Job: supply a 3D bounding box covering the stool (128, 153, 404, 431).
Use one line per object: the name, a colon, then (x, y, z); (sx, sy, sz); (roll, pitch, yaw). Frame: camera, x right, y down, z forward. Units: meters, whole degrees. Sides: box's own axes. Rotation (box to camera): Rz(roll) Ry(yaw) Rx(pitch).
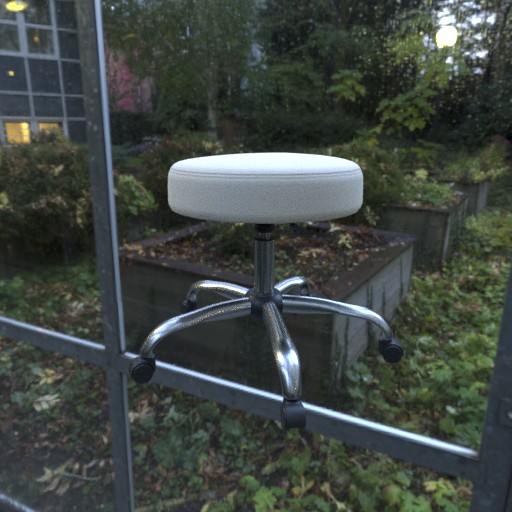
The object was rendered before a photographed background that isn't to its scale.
stool: (0.000, 0.000, 1.064); (0.634, 0.482, 0.614); (-15, 21, -43)
